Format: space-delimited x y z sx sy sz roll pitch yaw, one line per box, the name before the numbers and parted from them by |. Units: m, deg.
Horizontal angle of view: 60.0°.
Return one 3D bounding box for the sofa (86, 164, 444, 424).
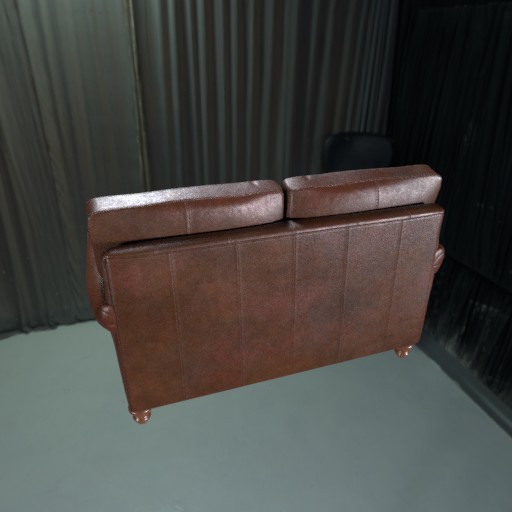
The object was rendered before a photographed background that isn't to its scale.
sofa | 0.000 0.000 2.262 1.616 0.976 0.990 -9 27 -17
